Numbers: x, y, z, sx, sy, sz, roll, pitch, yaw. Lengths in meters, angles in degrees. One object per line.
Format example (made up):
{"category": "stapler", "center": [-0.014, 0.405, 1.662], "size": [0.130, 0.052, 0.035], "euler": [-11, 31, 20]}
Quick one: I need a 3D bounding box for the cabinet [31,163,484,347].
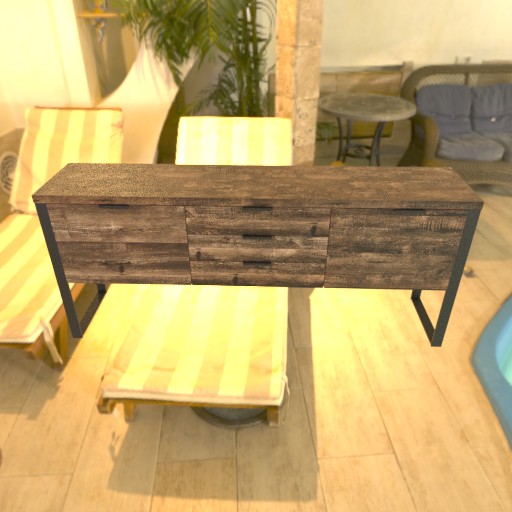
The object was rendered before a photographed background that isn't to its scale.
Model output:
{"category": "cabinet", "center": [0.000, 0.000, 2.116], "size": [1.800, 0.762, 0.395], "euler": [1, 32, 2]}
